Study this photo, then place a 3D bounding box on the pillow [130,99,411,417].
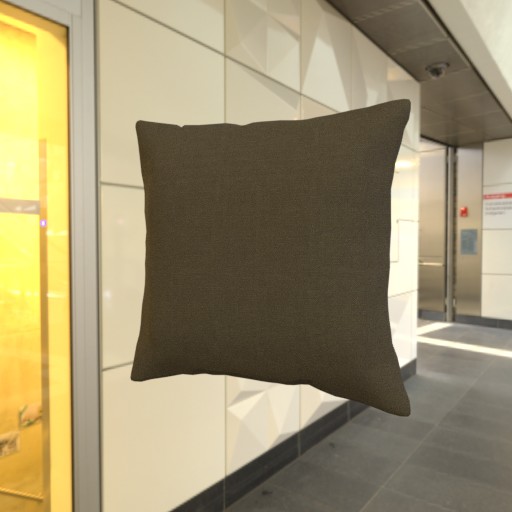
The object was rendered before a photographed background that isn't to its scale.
[{"bbox_3d":[0.000,0.000,0.656,0.436,0.430,0.138,1,2,18],"label":"pillow"}]
